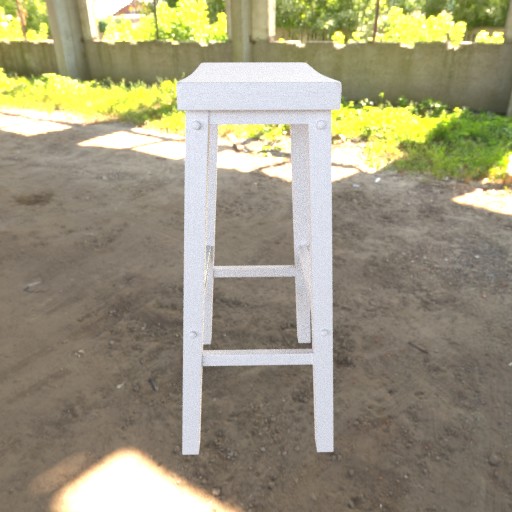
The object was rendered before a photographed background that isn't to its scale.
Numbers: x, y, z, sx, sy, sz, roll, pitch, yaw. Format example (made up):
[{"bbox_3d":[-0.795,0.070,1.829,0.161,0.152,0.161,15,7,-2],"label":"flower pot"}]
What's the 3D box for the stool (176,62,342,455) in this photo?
[{"bbox_3d":[0.000,0.000,0.957,0.322,0.742,0.406,-1,27,-1],"label":"stool"}]
